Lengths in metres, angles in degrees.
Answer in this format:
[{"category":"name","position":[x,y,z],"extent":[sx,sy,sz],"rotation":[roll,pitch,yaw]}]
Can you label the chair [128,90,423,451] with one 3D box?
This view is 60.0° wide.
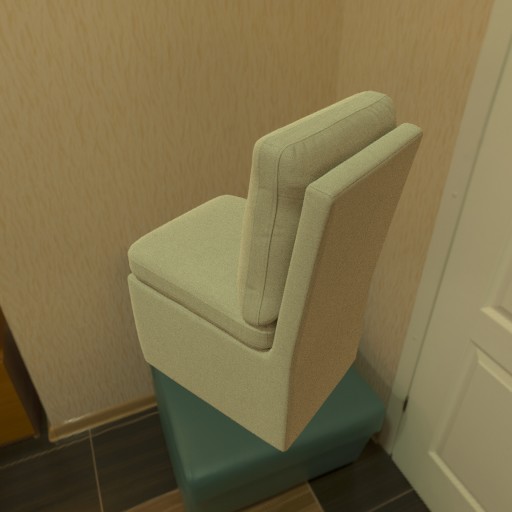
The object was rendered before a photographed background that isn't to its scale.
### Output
[{"category":"chair","position":[0.000,0.000,1.329],"extent":[0.698,0.927,0.503],"rotation":[23,40,30]}]
